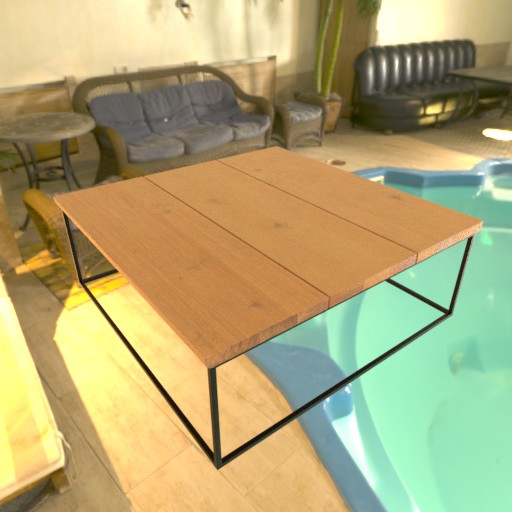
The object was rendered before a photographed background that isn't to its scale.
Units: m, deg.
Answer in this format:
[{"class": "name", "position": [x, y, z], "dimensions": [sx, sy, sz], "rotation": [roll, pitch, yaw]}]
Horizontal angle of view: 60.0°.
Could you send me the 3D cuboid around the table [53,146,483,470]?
[{"class": "table", "position": [0.000, 0.000, 1.693], "dimensions": [1.100, 0.400, 1.100], "rotation": [-21, 36, -31]}]
